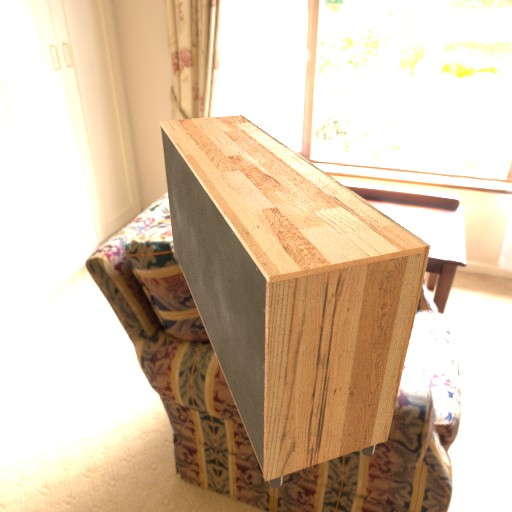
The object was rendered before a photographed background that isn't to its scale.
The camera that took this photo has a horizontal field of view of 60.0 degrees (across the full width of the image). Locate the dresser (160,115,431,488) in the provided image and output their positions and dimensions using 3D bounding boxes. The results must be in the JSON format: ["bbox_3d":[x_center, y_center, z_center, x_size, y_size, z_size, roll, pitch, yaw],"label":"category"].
[{"bbox_3d":[0.000,0.000,1.905,0.487,0.834,1.547,-10,32,-17],"label":"dresser"}]
